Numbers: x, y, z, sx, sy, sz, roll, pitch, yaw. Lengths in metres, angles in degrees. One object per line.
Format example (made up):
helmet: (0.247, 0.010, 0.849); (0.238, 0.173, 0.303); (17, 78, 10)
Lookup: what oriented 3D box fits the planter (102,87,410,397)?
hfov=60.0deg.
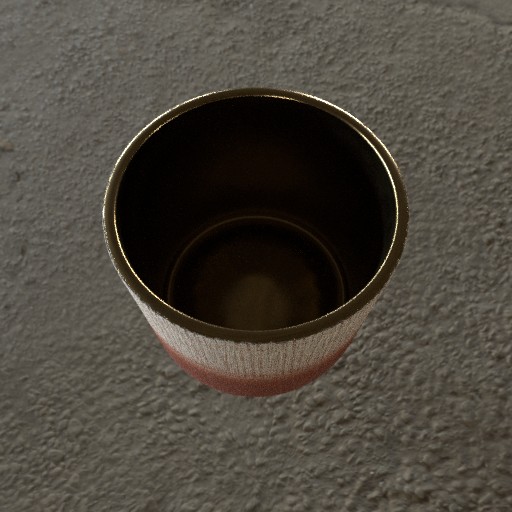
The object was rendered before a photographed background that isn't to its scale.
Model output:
planter: (0.000, 0.000, 0.459); (0.254, 0.221, 0.254); (0, 63, 0)
